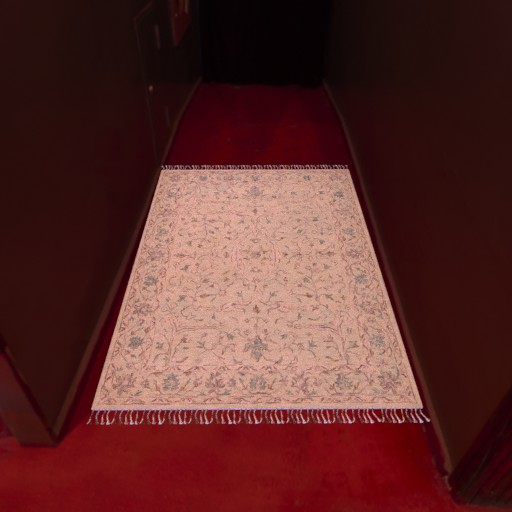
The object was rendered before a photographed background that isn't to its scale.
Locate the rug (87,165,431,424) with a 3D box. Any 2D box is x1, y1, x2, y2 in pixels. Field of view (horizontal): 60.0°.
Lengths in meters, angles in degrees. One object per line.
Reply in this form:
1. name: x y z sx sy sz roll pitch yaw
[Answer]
1. rug: 0.000 0.000 2.256 1.247 0.008 1.802 0 42 0
